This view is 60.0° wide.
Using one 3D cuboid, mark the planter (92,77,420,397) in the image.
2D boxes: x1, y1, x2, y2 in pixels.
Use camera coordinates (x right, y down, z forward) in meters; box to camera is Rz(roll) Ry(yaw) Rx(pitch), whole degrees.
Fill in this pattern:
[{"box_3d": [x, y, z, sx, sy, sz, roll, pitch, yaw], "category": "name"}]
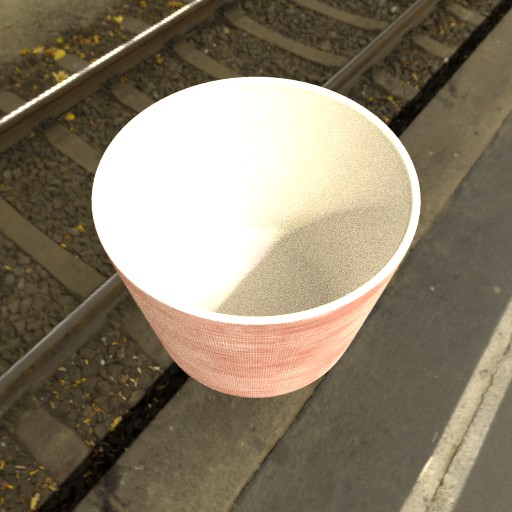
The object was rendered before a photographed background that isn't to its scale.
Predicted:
[{"box_3d": [0.000, 0.000, 0.769, 0.440, 0.398, 0.440, 0, 57, 0], "category": "planter"}]
